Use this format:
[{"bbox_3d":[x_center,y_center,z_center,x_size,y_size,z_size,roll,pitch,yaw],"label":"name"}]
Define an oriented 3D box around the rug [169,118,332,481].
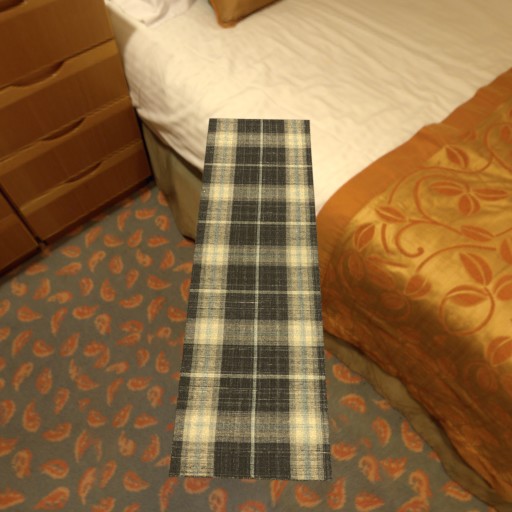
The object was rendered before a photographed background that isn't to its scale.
[{"bbox_3d":[0.000,0.000,2.691,0.760,0.012,2.434,1,58,1],"label":"rug"}]
